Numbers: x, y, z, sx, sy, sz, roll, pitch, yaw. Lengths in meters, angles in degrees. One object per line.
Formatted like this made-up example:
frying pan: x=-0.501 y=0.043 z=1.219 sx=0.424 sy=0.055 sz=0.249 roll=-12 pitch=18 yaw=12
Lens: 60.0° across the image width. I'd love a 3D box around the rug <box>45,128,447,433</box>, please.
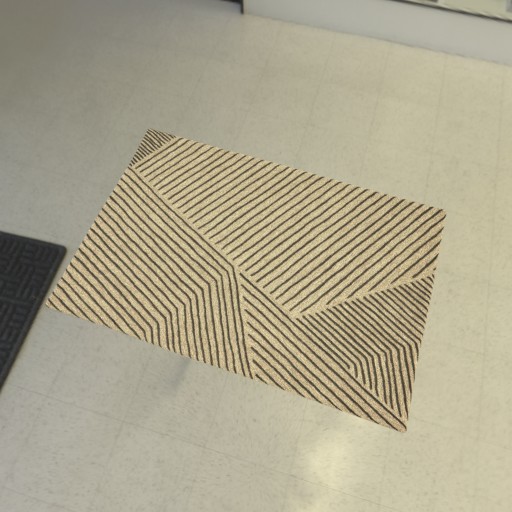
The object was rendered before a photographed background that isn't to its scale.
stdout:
rug: x=0.000 y=0.000 z=2.364 sx=1.842 sy=0.019 sz=1.237 roll=17 pitch=65 yaw=8
